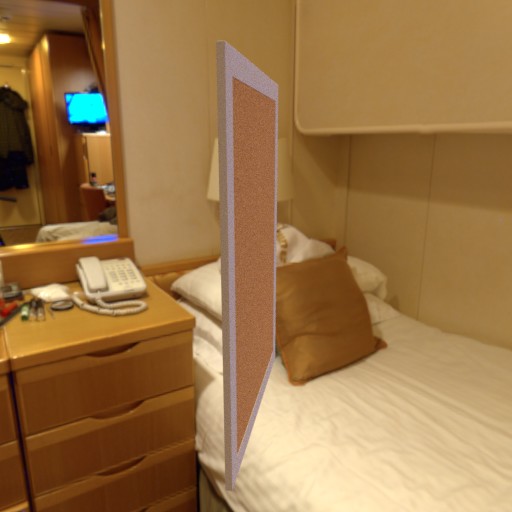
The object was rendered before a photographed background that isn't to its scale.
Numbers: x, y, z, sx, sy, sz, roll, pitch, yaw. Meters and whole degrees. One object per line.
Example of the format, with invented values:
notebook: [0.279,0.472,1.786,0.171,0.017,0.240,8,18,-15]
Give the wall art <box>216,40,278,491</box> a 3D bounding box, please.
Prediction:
wall art: [0.000,0.000,0.839,0.011,0.659,0.454,3,15,11]
